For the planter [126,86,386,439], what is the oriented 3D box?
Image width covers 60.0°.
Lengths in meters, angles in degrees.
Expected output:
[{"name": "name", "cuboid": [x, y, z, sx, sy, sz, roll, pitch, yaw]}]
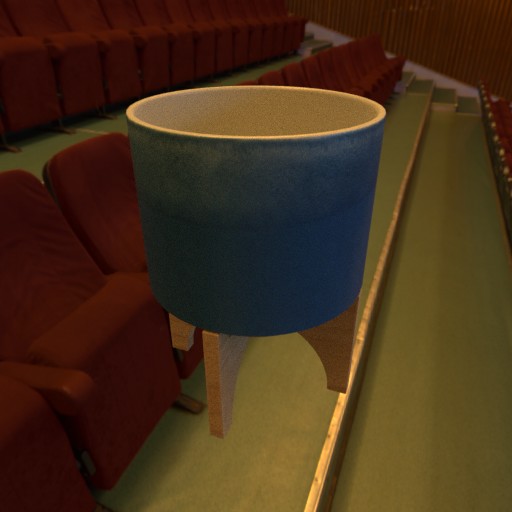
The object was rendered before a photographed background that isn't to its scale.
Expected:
[{"name": "planter", "cuboid": [0.000, 0.000, 0.401, 0.192, 0.263, 0.192, 0, 29, 0]}]
